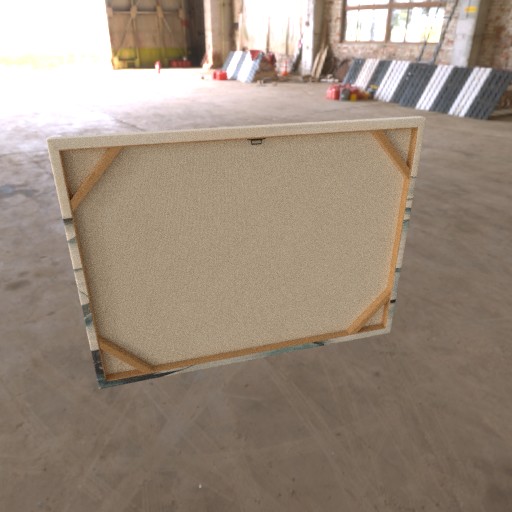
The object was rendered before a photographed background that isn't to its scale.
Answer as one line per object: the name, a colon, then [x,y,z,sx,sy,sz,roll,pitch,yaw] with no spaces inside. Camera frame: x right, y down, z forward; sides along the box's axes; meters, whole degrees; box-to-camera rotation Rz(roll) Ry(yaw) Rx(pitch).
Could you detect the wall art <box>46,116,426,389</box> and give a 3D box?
wall art: [0.000,0.000,1.599,1.219,0.915,0.039,-8,28,-15]
